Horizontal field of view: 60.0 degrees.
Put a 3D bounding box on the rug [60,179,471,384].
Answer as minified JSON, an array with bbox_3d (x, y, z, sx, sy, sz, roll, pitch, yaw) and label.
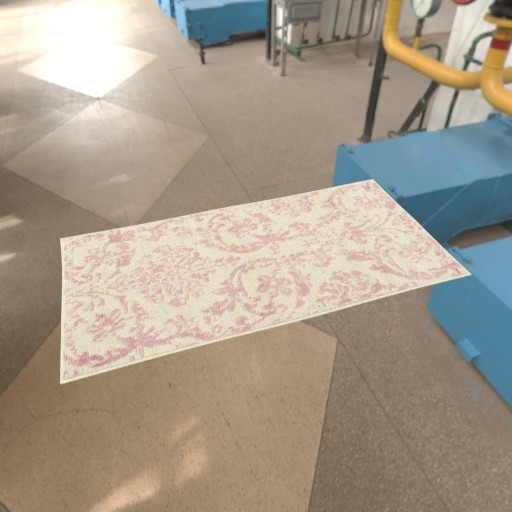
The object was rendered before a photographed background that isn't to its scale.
[{"bbox_3d":[0.000,0.000,1.452,1.219,0.007,0.604,-12,42,-14],"label":"rug"}]
